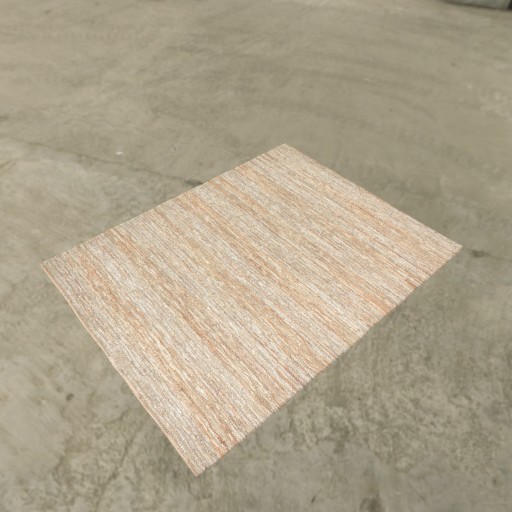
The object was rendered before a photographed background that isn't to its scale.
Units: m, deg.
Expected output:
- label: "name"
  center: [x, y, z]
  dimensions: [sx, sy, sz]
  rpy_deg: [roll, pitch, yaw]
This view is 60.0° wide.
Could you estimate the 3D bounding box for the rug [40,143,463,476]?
- label: "rug"
  center: [0.000, 0.000, 3.880]
  dimensions: [2.939, 0.009, 2.313]
  rpy_deg: [-32, 54, -27]
